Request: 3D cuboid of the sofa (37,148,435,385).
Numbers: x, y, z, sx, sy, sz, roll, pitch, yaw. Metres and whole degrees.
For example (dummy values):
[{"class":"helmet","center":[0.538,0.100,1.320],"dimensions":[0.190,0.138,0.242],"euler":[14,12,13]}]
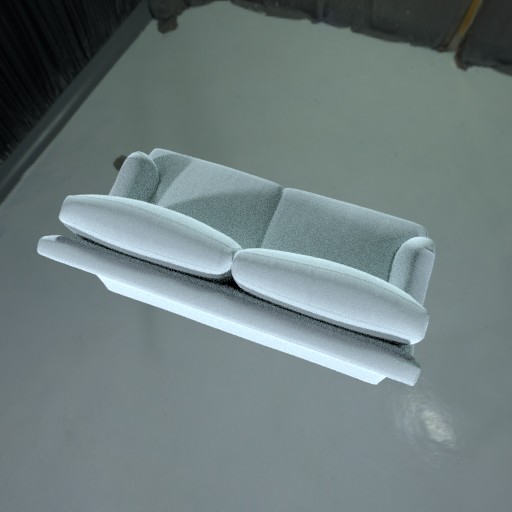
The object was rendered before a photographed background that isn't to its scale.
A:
[{"class":"sofa","center":[0.000,0.000,2.528],"dimensions":[1.853,1.101,1.084],"euler":[18,64,9]}]
